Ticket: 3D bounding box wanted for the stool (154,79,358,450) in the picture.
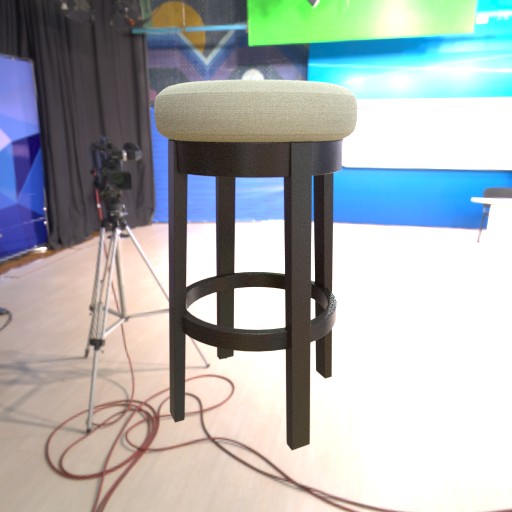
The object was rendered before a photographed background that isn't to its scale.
[{"bbox_3d":[0.000,0.000,1.046,0.446,0.758,0.446,0,17,0],"label":"stool"}]
